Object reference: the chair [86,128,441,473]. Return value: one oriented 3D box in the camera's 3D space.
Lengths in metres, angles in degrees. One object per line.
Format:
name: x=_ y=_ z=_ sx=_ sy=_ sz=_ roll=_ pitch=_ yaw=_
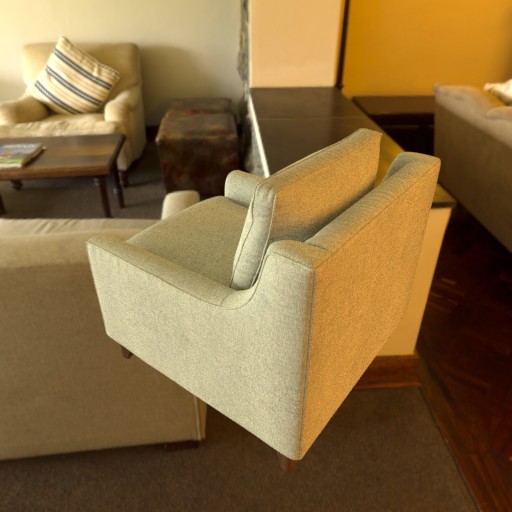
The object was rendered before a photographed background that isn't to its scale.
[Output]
chair: x=0.000 y=0.000 z=1.585 sx=0.918 sy=0.864 sz=0.838 roll=22 pitch=38 yaw=31
